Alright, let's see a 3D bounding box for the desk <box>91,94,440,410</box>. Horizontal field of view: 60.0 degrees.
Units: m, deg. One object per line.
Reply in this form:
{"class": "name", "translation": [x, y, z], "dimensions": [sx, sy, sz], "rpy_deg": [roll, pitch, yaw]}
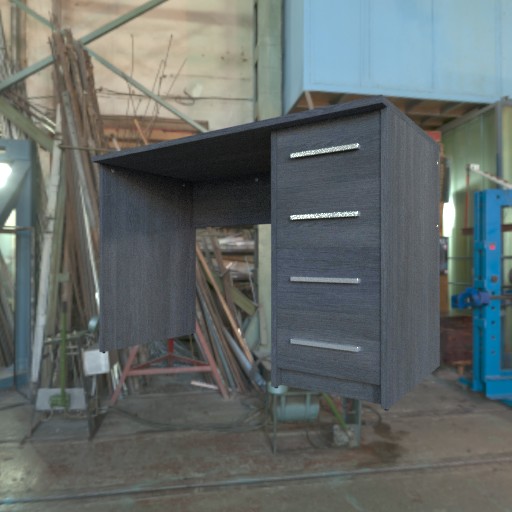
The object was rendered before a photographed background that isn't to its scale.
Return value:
{"class": "desk", "translation": [0.000, 0.000, 1.547], "dimensions": [1.096, 0.730, 0.560], "rpy_deg": [0, 0, 35]}
